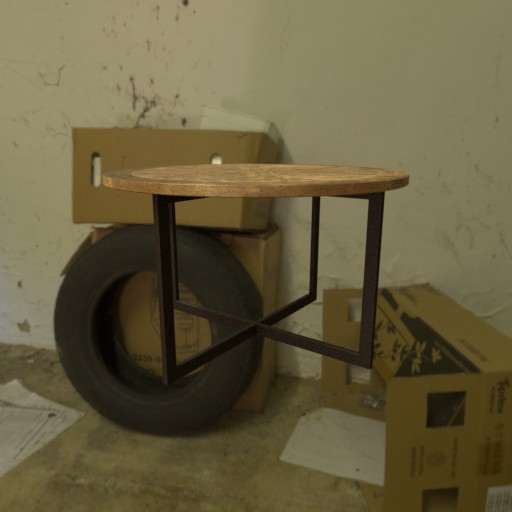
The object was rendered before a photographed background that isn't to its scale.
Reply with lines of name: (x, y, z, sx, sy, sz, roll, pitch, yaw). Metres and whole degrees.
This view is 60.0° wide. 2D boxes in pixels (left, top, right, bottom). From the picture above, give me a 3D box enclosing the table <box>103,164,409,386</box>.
table: (0.000, 0.000, 2.020, 1.264, 0.762, 1.264, 0, 15, 0)
